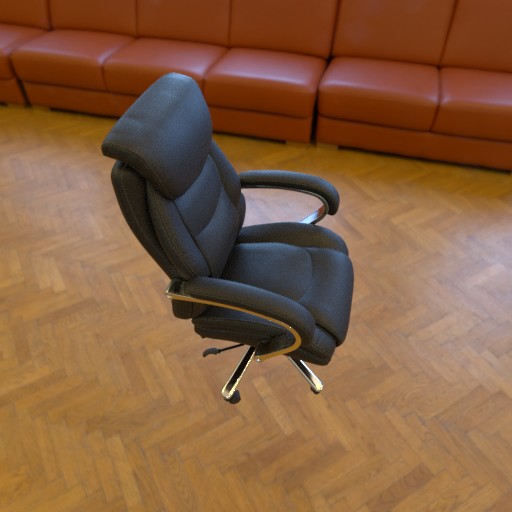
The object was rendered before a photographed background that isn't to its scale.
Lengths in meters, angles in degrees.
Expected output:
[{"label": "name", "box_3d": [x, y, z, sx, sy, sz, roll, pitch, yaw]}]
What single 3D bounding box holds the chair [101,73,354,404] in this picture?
[{"label": "chair", "box_3d": [0.000, 0.000, 1.718, 0.790, 1.183, 0.755, 10, 46, 10]}]
